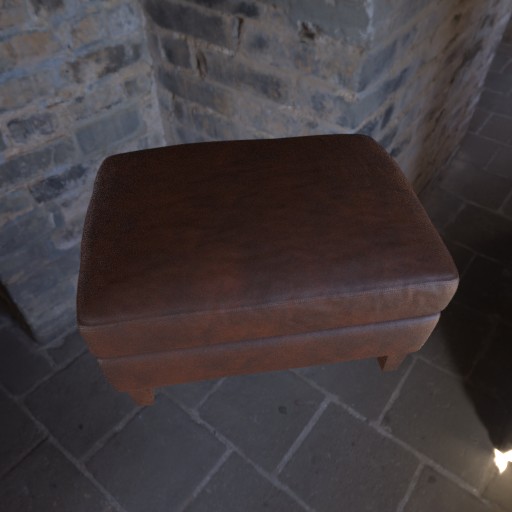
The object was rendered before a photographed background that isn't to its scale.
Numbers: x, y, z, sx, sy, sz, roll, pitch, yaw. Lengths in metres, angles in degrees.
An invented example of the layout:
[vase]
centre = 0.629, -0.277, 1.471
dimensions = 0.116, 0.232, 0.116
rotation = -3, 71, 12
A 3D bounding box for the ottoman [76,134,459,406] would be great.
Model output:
[ottoman]
centre = 0.000, 0.000, 1.293
dimensions = 0.887, 0.527, 0.659
rotation = -6, 46, -6
